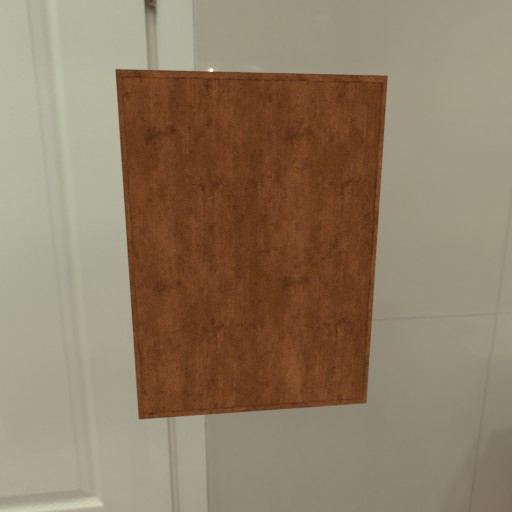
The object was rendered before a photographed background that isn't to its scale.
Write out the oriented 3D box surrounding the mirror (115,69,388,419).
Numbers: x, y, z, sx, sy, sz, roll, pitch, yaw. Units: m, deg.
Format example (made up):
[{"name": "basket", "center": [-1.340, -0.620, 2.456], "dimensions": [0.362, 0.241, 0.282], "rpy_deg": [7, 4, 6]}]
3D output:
[{"name": "mirror", "center": [0.000, 0.000, 1.421], "dimensions": [0.796, 1.099, 0.028], "rpy_deg": [-2, 13, -7]}]
